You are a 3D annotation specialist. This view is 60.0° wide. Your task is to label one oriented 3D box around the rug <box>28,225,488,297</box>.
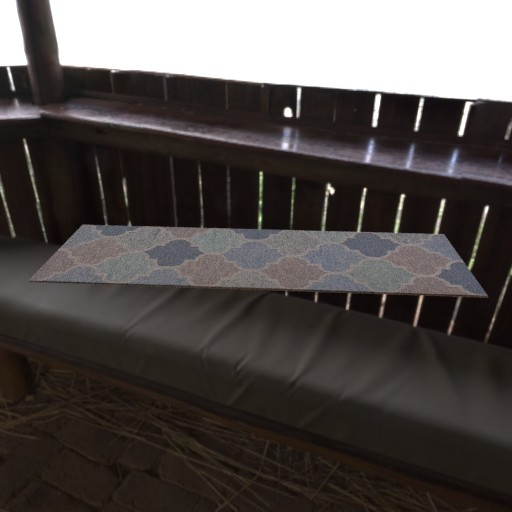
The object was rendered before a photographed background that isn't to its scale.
[{"bbox_3d":[0.000,0.000,2.498,2.287,0.011,0.687,2,29,3],"label":"rug"}]
